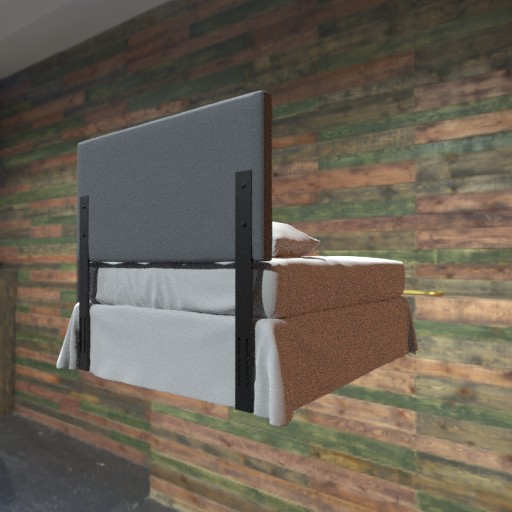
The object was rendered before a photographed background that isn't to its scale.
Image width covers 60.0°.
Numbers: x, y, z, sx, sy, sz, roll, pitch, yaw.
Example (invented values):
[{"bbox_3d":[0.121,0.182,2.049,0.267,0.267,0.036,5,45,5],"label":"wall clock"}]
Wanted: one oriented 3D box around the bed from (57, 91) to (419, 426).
[{"bbox_3d":[0.000,0.000,3.427,1.936,1.577,2.222,-1,-1,37],"label":"bed"}]
